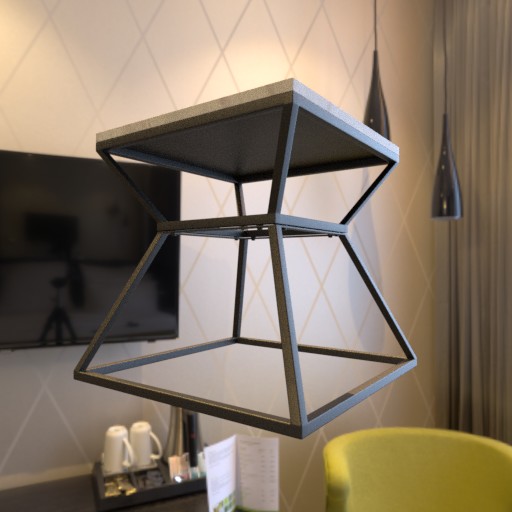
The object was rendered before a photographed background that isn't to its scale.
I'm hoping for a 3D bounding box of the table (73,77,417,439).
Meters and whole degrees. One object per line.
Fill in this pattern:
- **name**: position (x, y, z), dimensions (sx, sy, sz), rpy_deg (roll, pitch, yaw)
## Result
- **table**: position (0.000, 0.000, 0.824), dimensions (0.455, 0.431, 0.455), rpy_deg (-1, -1, 36)
